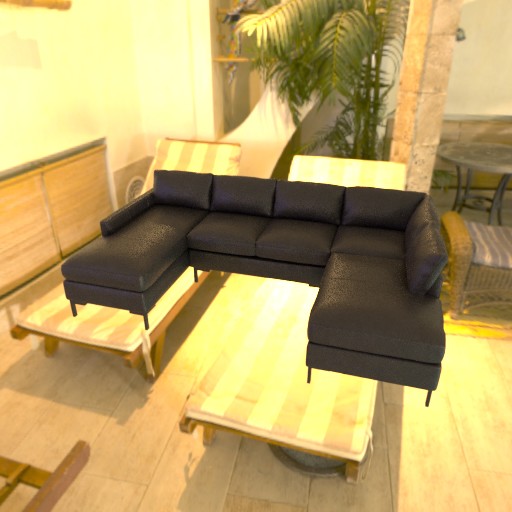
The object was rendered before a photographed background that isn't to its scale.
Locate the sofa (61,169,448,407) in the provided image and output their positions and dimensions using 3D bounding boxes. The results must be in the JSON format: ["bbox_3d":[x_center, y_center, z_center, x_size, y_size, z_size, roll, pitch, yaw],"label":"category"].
[{"bbox_3d":[0.000,0.000,3.857,2.956,0.900,1.939,8,28,15],"label":"sofa"}]
